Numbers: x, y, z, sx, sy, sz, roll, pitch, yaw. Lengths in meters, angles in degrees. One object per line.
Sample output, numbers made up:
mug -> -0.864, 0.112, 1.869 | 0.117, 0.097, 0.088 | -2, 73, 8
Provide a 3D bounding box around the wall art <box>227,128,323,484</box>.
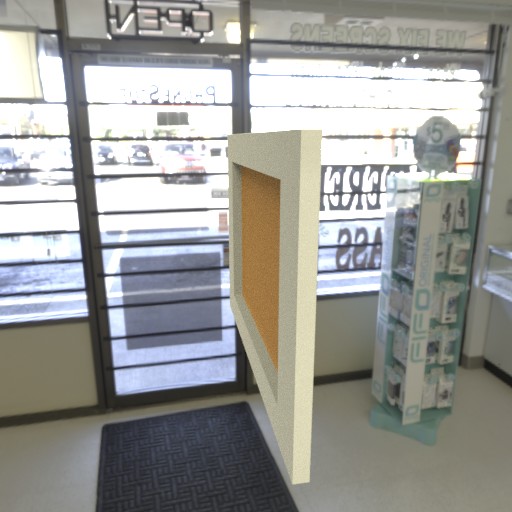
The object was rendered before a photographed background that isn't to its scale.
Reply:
wall art -> 0.000, 0.000, 1.154 | 0.033, 0.617, 0.906 | -3, 15, -10
